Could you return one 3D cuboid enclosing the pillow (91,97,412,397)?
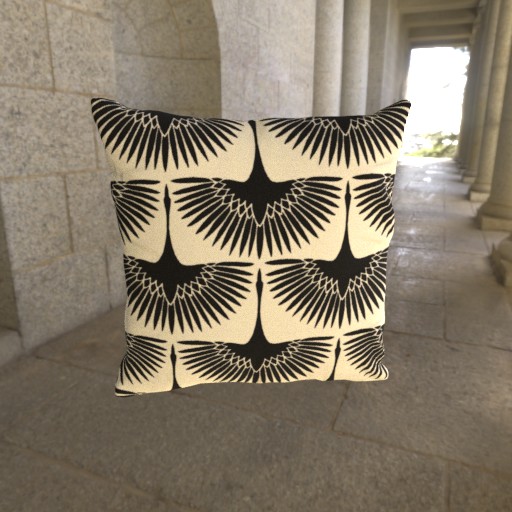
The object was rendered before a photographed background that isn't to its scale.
[{"bbox_3d":[0.000,0.000,0.644,0.432,0.432,0.139,-2,16,-7],"label":"pillow"}]
